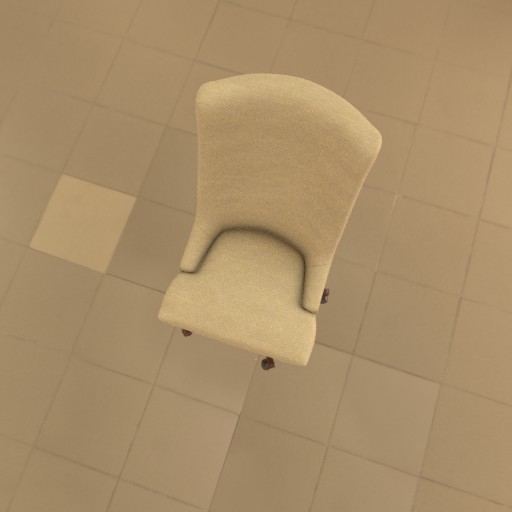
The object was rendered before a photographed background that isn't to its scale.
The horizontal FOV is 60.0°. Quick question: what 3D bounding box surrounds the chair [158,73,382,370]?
[{"bbox_3d":[0.000,0.000,1.469,0.645,1.010,0.696,17,78,4],"label":"chair"}]
